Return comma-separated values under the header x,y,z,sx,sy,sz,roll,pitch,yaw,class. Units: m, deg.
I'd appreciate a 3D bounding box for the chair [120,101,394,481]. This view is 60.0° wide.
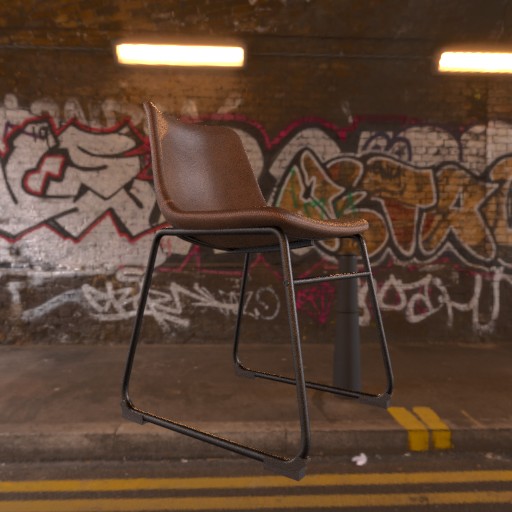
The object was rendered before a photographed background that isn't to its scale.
x,y,z,sx,sy,sz,roll,pitch,yaw,class
0.000,0.000,1.110,0.551,0.780,0.460,1,1,36,chair
